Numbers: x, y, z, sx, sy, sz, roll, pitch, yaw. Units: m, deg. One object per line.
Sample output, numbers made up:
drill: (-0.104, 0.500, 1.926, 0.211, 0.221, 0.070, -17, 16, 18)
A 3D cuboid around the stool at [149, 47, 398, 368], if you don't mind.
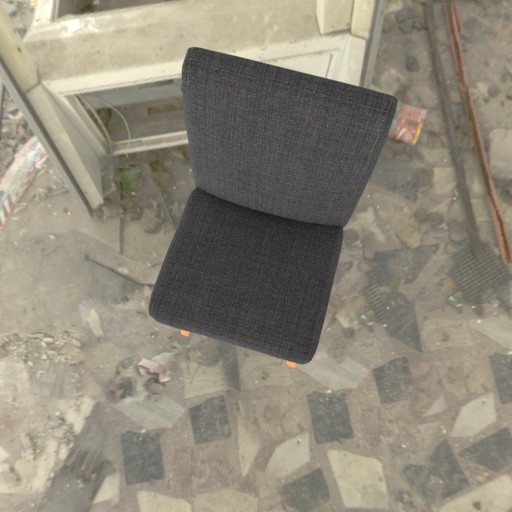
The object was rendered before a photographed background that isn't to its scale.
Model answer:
stool: (0.000, 0.000, 1.280, 0.459, 1.010, 0.526, 16, 76, 4)
